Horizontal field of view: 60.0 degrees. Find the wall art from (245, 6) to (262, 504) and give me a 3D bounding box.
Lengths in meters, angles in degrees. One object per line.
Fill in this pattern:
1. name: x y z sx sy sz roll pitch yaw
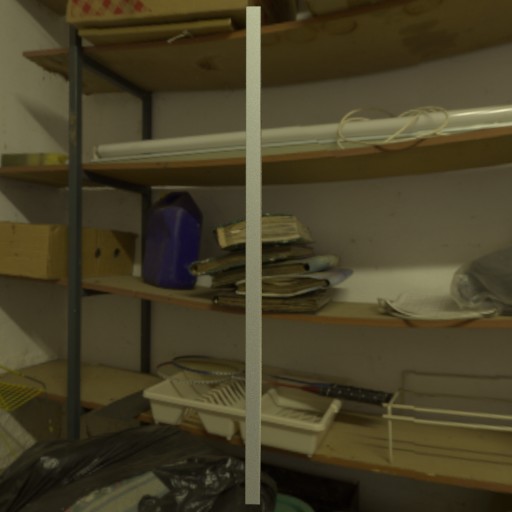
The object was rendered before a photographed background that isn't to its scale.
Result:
1. wall art: 0.000 0.000 1.323 0.034 1.042 0.789 0 -1 1
